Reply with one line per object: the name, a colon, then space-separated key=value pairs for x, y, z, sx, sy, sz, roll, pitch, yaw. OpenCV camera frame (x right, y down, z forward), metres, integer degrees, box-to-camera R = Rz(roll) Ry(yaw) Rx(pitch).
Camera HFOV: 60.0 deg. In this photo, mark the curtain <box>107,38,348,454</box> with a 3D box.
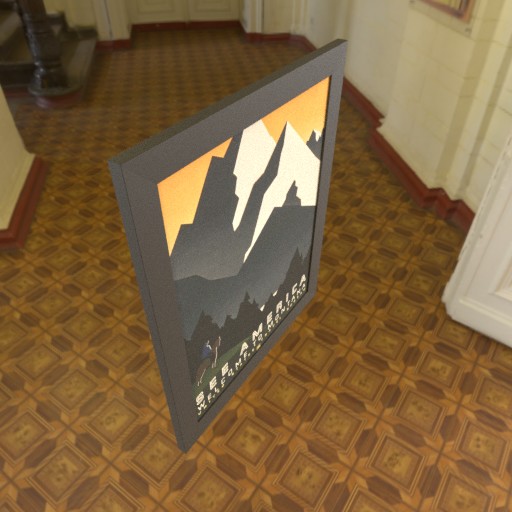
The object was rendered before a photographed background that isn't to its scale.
curtain: x=0.000 y=0.000 z=0.760 sx=0.027 sy=0.585 sz=0.483 roll=24 pitch=47 yaw=25
